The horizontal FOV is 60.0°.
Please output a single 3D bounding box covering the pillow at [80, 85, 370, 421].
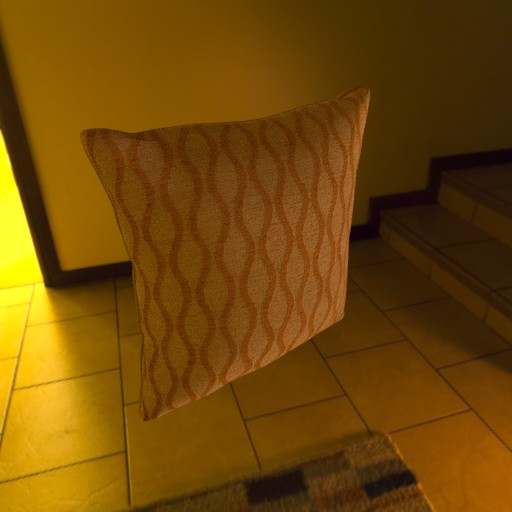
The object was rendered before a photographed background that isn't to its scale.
[{"bbox_3d":[0.000,0.000,0.656,0.429,0.436,0.159,-21,36,-32],"label":"pillow"}]
